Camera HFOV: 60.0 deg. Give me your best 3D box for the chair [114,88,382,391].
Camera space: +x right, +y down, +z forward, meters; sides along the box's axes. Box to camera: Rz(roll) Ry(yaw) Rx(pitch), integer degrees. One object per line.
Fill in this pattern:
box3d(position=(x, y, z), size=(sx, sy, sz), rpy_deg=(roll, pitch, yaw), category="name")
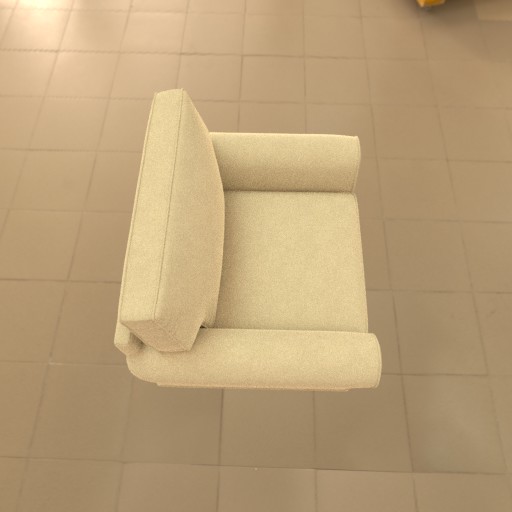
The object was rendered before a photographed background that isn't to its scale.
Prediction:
box3d(position=(0.000, 0.000, 1.772), size=(0.863, 0.955, 1.040), rpy_deg=(1, 64, 1), category="chair")
